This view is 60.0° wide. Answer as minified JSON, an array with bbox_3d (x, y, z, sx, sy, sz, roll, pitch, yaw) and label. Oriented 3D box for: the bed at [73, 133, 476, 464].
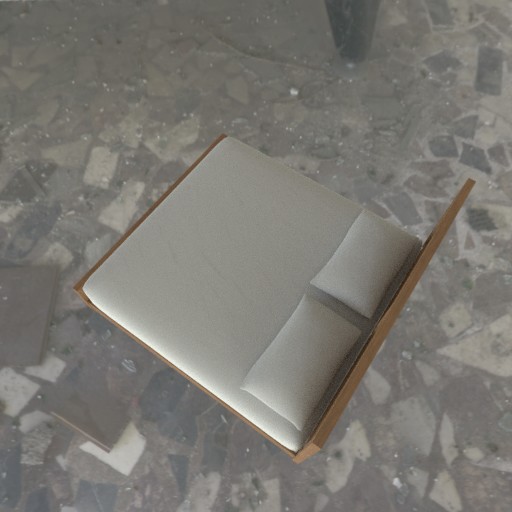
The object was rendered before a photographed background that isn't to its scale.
[{"bbox_3d":[0.000,0.000,3.477,2.184,1.387,2.003,32,67,16],"label":"bed"}]
